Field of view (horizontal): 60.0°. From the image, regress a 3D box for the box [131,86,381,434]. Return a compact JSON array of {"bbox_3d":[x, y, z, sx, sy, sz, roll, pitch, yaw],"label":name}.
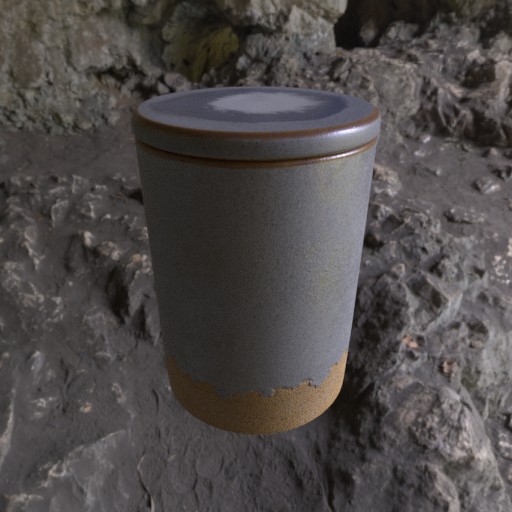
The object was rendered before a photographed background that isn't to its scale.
[{"bbox_3d":[0.000,0.000,0.253,0.118,0.168,0.118,0,29,0],"label":"box"}]
